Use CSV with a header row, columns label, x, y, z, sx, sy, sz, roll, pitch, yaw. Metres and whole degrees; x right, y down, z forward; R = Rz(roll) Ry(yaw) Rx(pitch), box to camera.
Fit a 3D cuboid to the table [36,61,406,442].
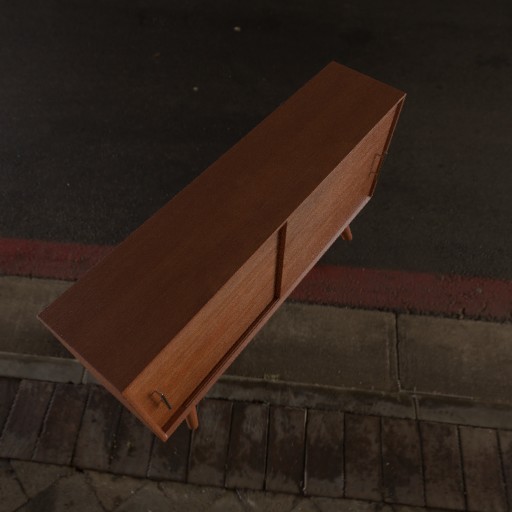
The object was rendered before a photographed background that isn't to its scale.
label,x,y,z,sx,sy,sz,roll,pitch,yaw
table,0.000,0.000,1.497,0.308,0.698,1.220,34,63,20
